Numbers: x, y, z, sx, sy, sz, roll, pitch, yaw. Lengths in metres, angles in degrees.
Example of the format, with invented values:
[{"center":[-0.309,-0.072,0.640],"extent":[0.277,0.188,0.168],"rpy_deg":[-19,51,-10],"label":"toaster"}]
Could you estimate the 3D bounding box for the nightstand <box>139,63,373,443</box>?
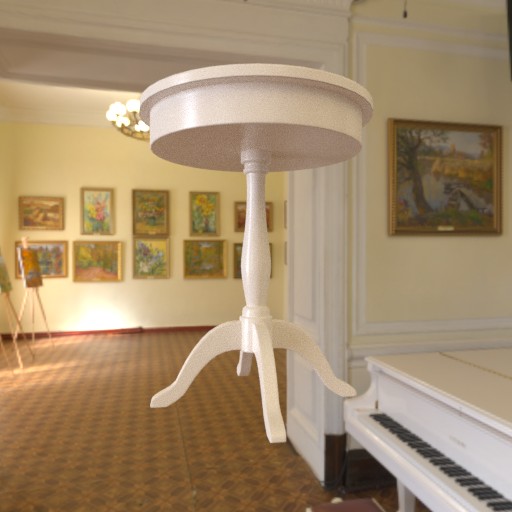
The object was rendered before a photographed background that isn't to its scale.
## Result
[{"center":[0.000,0.000,1.004],"extent":[0.513,0.653,0.513],"rpy_deg":[0,0,-1],"label":"nightstand"}]
